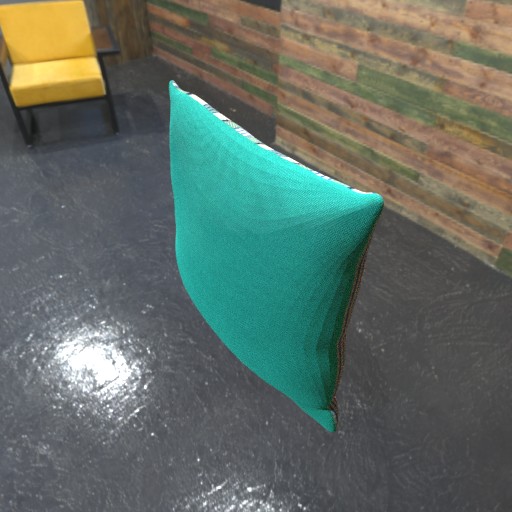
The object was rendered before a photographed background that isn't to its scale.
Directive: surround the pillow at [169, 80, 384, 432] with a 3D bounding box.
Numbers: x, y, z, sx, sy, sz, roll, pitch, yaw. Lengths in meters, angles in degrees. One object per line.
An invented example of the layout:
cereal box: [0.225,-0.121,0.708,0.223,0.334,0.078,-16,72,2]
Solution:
pillow: [0.000,0.000,0.701,0.182,0.441,0.440,-27,48,-27]
